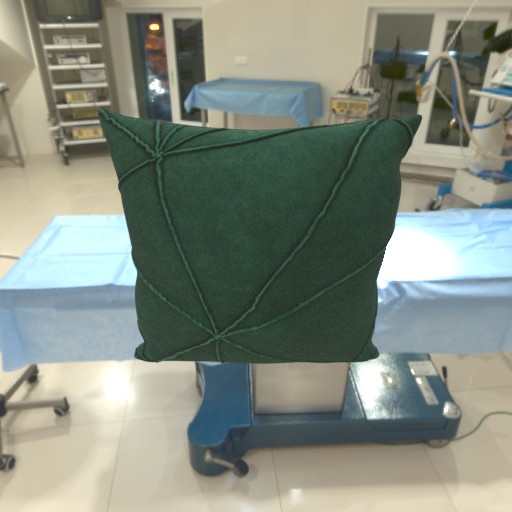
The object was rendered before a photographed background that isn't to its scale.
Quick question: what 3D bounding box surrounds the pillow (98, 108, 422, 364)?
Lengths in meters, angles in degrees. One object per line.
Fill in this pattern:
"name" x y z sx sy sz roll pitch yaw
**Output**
"pillow" 0.000 0.000 0.685 0.439 0.440 0.184 0 29 1
